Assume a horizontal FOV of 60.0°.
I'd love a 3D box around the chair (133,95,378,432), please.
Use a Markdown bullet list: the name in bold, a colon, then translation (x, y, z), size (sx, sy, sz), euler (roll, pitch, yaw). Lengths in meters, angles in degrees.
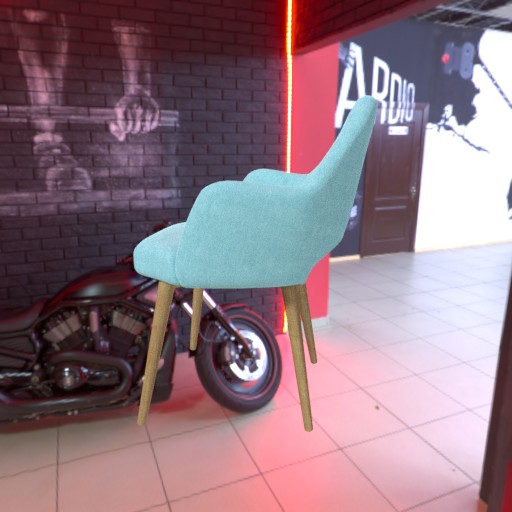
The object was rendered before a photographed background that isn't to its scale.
- **chair**: translation (0.000, 0.000, 1.259), size (0.610, 0.840, 0.590), euler (2, 14, 9)
